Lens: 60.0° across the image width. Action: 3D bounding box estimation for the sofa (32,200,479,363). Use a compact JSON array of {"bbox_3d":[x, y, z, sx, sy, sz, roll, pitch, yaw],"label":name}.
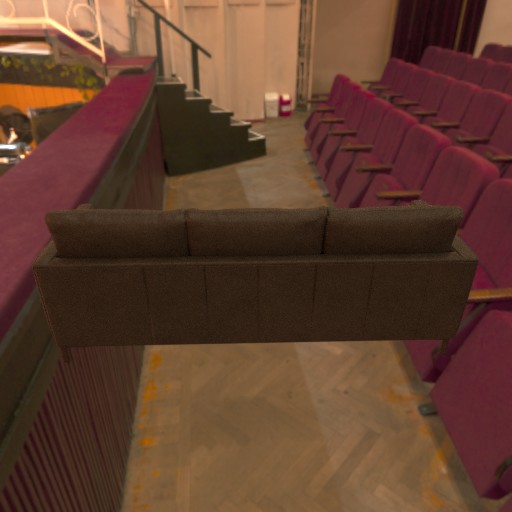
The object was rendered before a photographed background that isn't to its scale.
[{"bbox_3d":[0.000,0.000,2.371,2.029,0.805,0.748,-1,29,-1],"label":"sofa"}]
